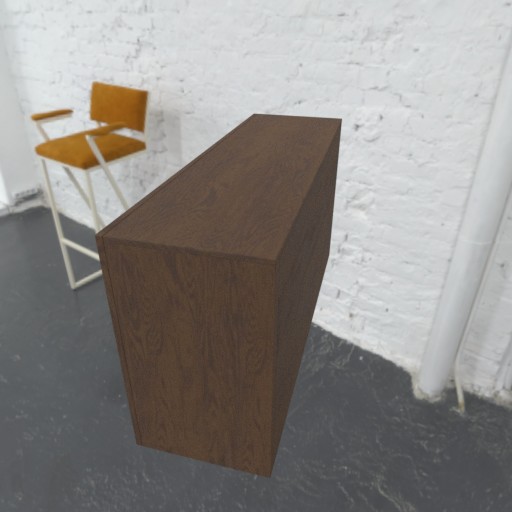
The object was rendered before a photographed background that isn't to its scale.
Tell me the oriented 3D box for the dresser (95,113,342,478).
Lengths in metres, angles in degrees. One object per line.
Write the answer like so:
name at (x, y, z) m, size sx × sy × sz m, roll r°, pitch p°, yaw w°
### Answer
dresser at (0.000, 0.000, 1.944) m, size 0.512 × 0.889 × 1.523 m, roll 8°, pitch 30°, yaw 13°
